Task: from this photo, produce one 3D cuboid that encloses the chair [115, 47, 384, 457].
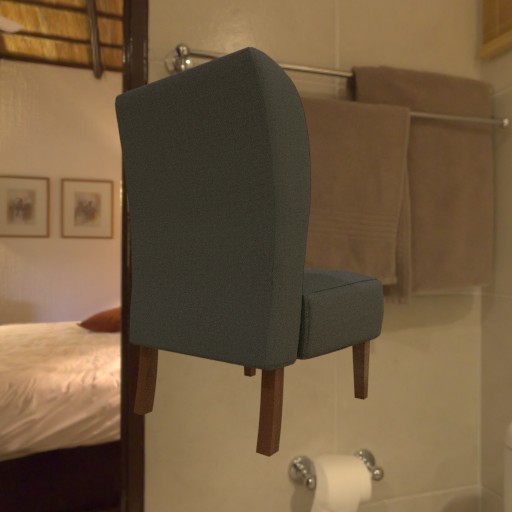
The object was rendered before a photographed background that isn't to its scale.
[{"bbox_3d":[0.000,0.000,1.198,0.513,0.804,0.592,0,0,36],"label":"chair"}]
